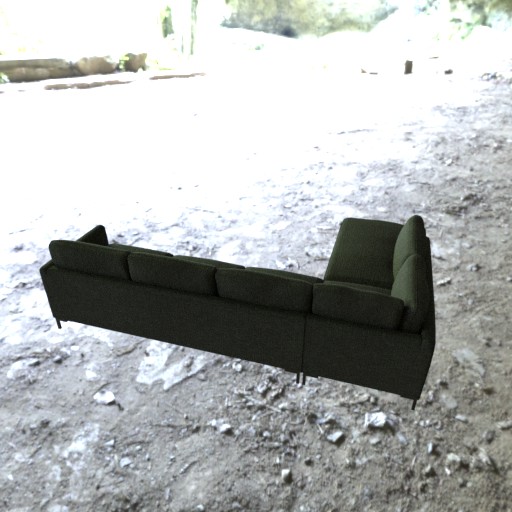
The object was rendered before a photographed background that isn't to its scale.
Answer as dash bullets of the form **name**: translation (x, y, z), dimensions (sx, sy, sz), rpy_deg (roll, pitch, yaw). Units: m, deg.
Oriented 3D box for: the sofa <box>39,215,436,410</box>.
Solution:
- **sofa**: translation (0.000, 0.000, 3.958), dimensions (2.949, 0.815, 2.007), rpy_deg (9, 32, 15)
